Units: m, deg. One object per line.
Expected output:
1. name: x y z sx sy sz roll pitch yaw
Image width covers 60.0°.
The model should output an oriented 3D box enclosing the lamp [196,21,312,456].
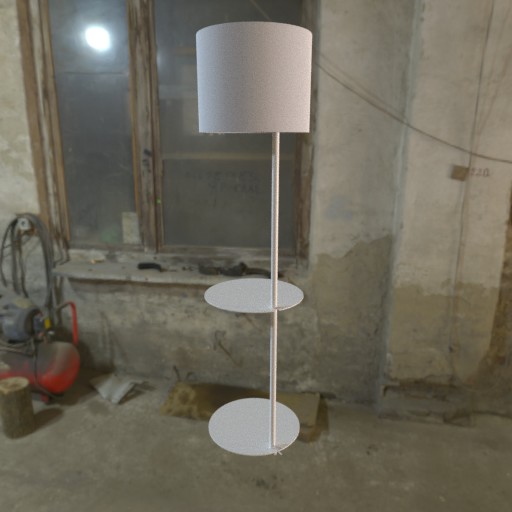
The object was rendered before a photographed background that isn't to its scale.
1. lamp: 0.000 0.000 1.610 0.372 1.465 0.405 -7 17 -25
